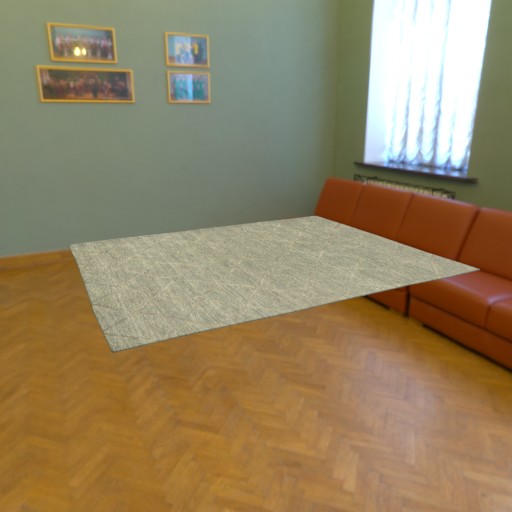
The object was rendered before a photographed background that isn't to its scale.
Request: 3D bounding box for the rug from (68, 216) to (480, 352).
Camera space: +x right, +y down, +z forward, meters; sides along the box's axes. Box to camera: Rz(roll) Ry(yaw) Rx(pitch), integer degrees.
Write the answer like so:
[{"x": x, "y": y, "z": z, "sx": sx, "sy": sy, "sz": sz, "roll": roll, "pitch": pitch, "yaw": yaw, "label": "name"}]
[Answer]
[{"x": 0.000, "y": 0.000, "z": 4.108, "sx": 3.048, "sy": 0.013, "sz": 2.438, "roll": -9, "pitch": 19, "yaw": -26, "label": "rug"}]
